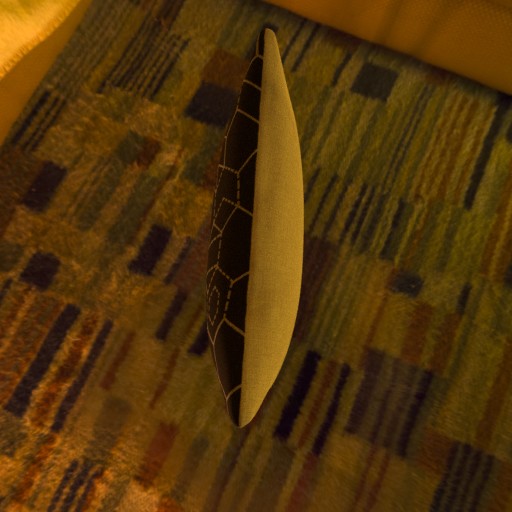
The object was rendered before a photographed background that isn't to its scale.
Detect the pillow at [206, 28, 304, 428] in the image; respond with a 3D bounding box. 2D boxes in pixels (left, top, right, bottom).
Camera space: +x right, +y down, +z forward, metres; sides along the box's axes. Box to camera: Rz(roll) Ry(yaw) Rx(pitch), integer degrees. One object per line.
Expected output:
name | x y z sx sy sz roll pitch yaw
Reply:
pillow | 0.000 0.000 0.786 0.158 0.508 0.517 3 75 1
